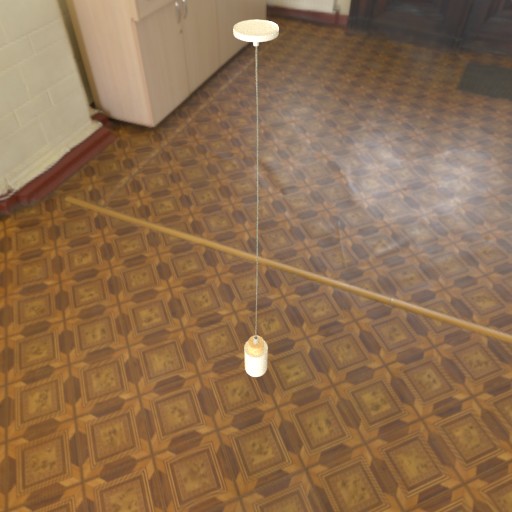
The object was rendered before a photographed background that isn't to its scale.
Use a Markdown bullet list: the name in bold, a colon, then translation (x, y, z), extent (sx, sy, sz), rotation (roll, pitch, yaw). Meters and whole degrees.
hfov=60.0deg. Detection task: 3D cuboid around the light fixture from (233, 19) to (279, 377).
- **light fixture**: translation (0.000, 0.000, 1.859), extent (0.125, 1.798, 0.125), rotation (-16, 48, -15)
